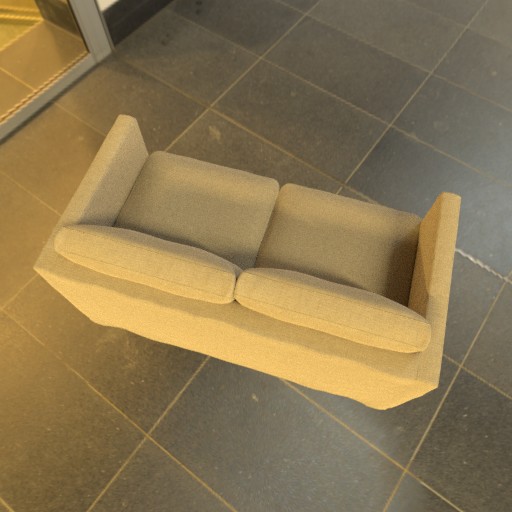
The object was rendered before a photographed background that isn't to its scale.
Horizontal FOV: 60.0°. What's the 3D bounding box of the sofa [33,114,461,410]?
[{"bbox_3d":[0.000,0.000,2.240,1.766,0.828,0.956,15,65,7],"label":"sofa"}]
